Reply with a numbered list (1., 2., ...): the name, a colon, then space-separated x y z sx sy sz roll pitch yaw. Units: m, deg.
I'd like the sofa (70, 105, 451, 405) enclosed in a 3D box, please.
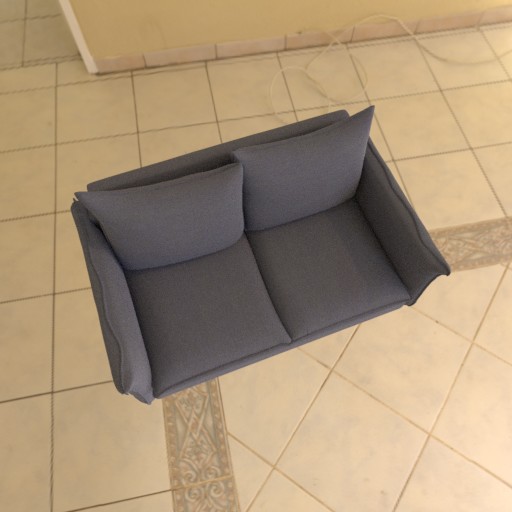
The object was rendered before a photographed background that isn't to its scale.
1. sofa: 0.000 0.000 1.863 1.300 0.840 0.820 -19 65 -9
